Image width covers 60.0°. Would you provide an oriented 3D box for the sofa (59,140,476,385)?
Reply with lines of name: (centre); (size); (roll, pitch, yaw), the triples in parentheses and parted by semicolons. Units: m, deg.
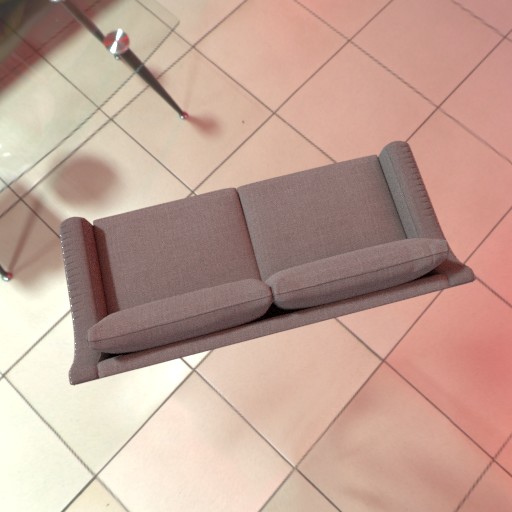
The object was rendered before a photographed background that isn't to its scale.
sofa: (0.000, 0.000, 2.706); (2.208, 0.857, 1.000); (-14, 76, -4)
